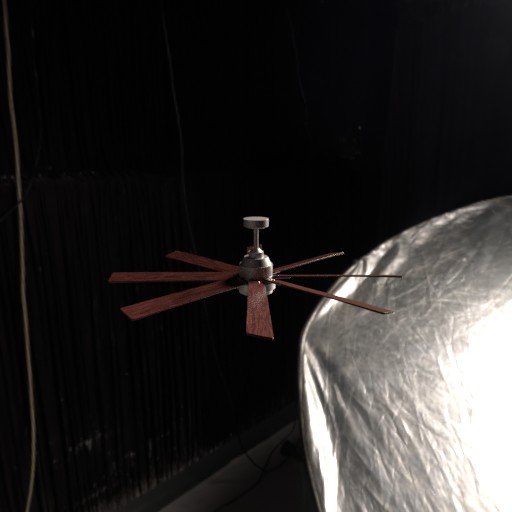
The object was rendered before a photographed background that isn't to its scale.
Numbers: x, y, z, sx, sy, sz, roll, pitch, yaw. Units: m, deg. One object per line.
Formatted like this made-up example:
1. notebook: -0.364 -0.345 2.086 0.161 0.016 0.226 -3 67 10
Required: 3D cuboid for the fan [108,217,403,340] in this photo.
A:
1. fan: 0.000 0.000 2.771 1.830 0.472 1.830 13 19 43
